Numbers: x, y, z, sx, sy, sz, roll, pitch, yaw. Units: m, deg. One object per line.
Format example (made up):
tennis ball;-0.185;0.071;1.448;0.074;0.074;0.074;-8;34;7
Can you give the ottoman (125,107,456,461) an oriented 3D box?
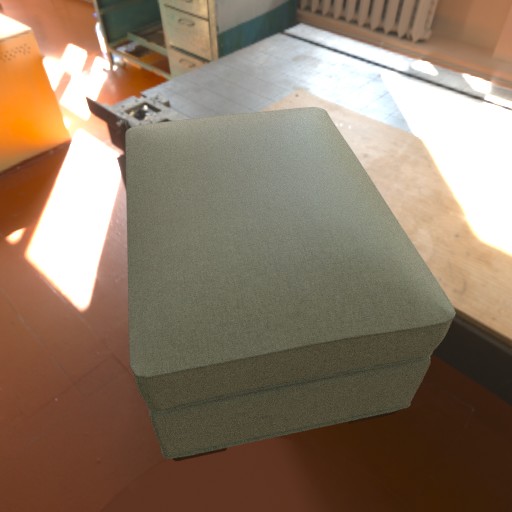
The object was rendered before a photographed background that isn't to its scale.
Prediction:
ottoman;0.000;0.000;1.208;0.619;0.504;0.843;-9;47;-8
